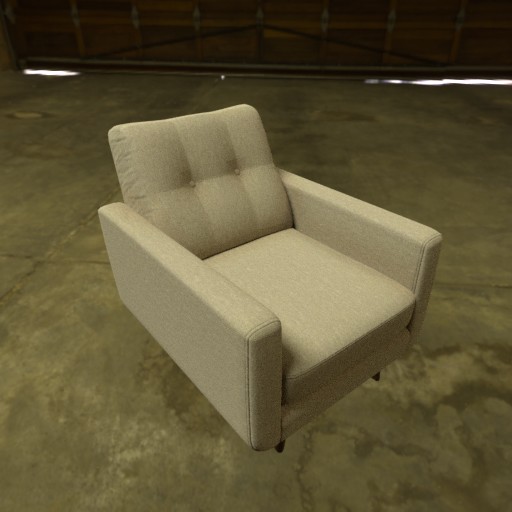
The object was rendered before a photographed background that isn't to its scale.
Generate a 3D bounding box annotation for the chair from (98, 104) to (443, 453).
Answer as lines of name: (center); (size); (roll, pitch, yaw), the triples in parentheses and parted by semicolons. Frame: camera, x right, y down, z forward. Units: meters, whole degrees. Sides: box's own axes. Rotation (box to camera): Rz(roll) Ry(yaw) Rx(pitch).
chair: (0.000, 0.000, 1.785); (0.897, 0.965, 1.128); (-22, 37, -32)
